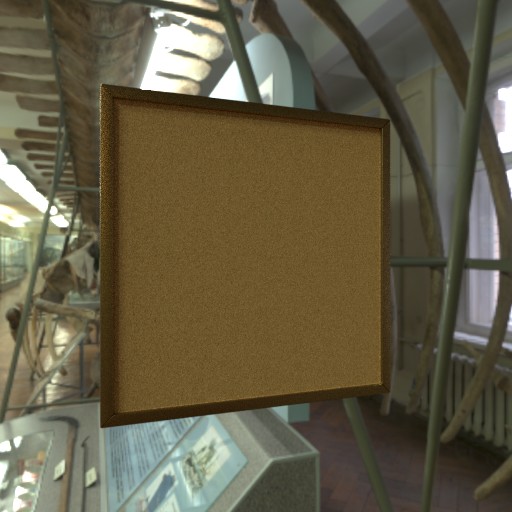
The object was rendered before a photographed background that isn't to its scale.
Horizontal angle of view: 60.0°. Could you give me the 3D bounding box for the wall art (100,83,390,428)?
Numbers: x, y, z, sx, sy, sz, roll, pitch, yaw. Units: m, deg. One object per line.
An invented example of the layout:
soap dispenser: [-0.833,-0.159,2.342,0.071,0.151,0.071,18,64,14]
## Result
wall art: [0.000,0.000,0.459,0.305,0.305,0.037,0,0,-20]
